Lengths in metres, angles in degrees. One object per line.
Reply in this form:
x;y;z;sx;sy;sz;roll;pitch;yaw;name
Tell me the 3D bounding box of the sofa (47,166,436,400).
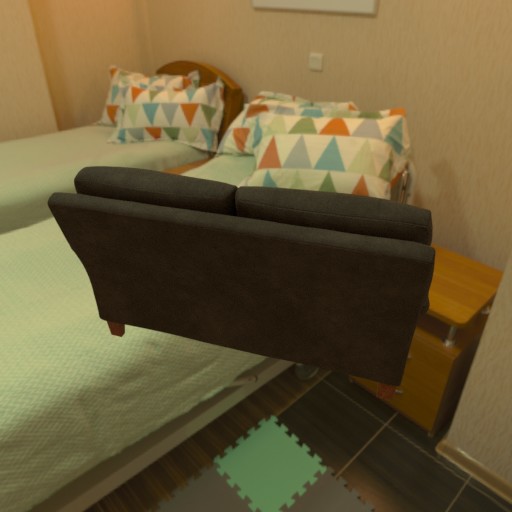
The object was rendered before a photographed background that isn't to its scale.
0.000;0.000;2.559;1.853;1.101;1.084;9;33;15;sofa
